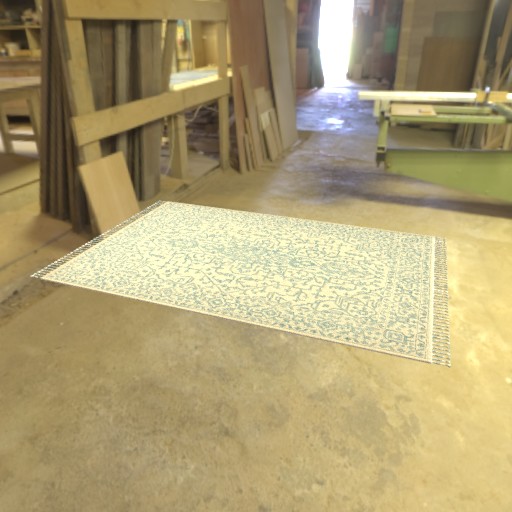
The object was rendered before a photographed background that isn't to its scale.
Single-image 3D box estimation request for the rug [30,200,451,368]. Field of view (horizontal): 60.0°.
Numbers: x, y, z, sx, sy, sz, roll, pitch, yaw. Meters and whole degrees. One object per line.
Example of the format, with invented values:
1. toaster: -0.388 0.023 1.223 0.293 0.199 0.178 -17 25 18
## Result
1. rug: 0.000 0.000 3.020 2.438 0.010 1.524 9 28 18
